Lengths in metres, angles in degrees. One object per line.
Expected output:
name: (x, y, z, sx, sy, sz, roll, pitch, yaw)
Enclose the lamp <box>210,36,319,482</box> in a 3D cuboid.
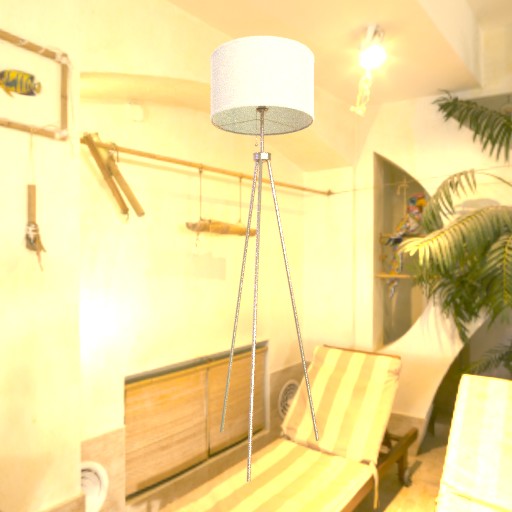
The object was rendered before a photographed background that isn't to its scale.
lamp: (0.000, 0.000, 1.767, 0.458, 1.545, 0.448, 0, 1, 37)
